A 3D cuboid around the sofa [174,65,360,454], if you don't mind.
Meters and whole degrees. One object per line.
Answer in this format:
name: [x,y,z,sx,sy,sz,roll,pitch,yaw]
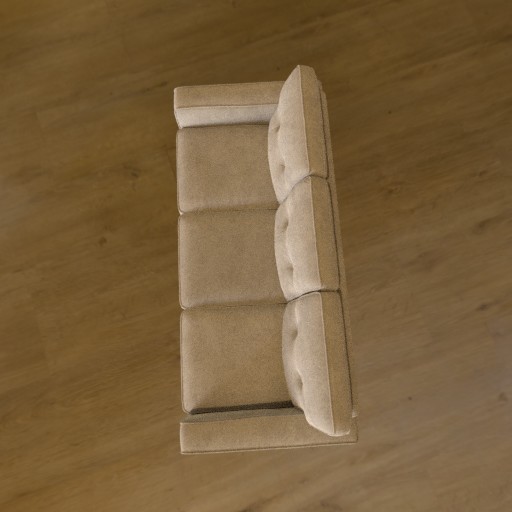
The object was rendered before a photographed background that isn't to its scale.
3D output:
sofa: [0.000,0.000,2.661,0.939,0.965,2.133,-3,77,-1]
